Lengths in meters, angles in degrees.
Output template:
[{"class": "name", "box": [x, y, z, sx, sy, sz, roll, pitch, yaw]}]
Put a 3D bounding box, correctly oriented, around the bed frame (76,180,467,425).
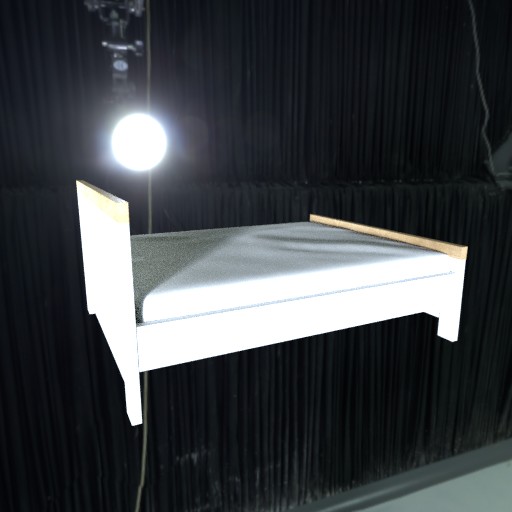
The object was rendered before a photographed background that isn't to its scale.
[{"class": "bed frame", "box": [0.000, 0.000, 3.010, 2.050, 0.980, 1.670, -6, 14, -26]}]
